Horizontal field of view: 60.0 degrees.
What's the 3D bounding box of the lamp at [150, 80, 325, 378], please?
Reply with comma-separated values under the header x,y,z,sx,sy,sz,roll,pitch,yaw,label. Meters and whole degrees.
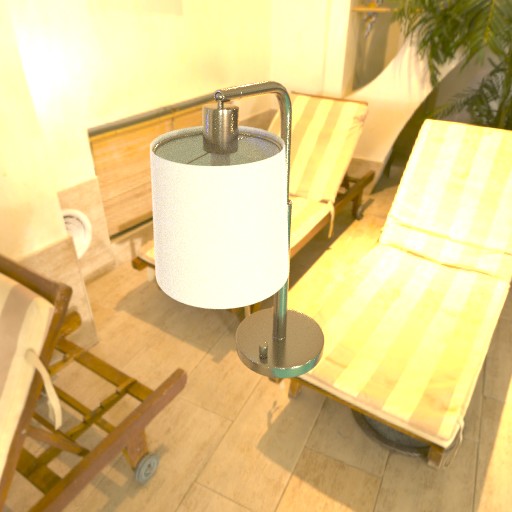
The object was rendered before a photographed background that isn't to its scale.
x,y,z,sx,sy,sz,roll,pitch,yaw,label
0.000,0.000,0.647,0.171,0.489,0.333,19,37,27,lamp
